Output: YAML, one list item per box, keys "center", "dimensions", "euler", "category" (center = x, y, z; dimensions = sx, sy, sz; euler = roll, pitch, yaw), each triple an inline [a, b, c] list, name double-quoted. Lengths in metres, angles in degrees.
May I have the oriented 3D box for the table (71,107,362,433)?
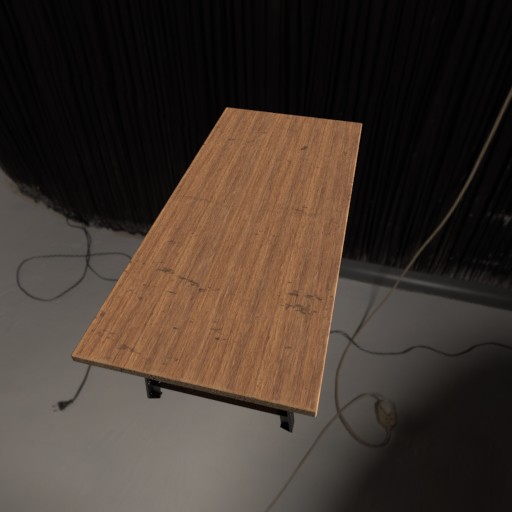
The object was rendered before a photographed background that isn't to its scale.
- center: [0.000, 0.000, 2.724]
  dimensions: [1.000, 0.757, 2.200]
  euler: [10, 46, 10]
  category: "table"
